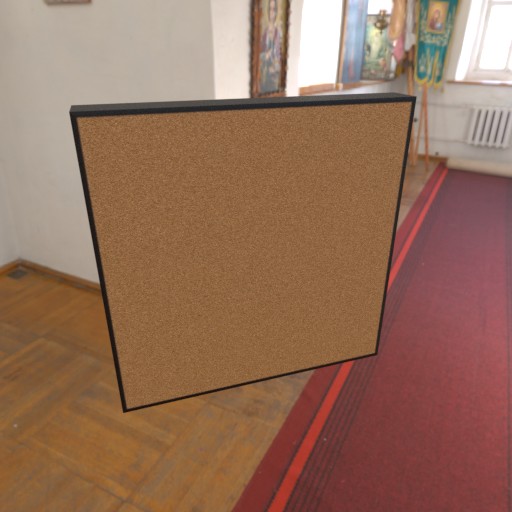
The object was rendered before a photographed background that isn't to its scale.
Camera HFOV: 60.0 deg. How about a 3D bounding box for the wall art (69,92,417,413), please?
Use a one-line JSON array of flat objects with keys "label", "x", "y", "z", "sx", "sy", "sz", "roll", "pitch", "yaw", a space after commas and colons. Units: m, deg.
[{"label": "wall art", "x": 0.000, "y": 0.000, "z": 0.454, "sx": 0.304, "sy": 0.303, "sz": 0.037, "roll": -8, "pitch": 27, "yaw": -16}]
